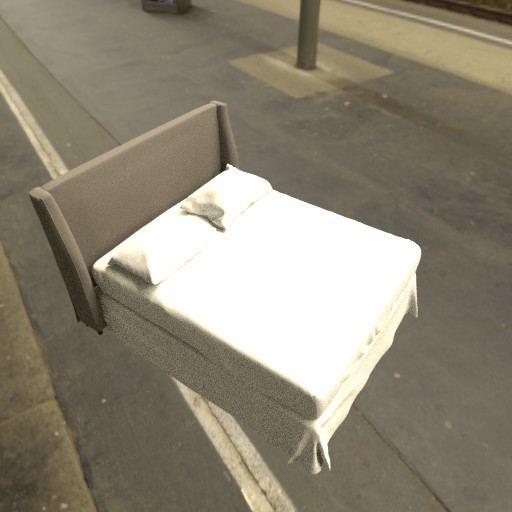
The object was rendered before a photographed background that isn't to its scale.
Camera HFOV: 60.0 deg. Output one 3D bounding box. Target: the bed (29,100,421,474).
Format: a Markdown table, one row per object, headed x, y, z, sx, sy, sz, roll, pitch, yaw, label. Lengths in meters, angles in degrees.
| x | y | z | sx | sy | sz | roll | pitch | yaw | label |
| --- | --- | --- | --- | --- | --- | --- | --- | --- | --- |
| 0.000 | 0.000 | 3.354 | 2.276 | 1.332 | 1.925 | 25 | 46 | 26 | bed |
